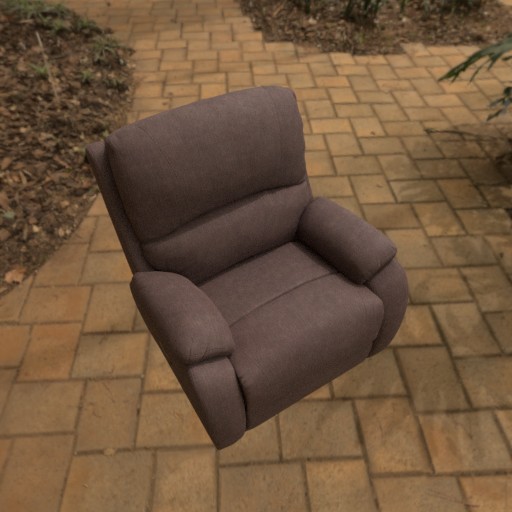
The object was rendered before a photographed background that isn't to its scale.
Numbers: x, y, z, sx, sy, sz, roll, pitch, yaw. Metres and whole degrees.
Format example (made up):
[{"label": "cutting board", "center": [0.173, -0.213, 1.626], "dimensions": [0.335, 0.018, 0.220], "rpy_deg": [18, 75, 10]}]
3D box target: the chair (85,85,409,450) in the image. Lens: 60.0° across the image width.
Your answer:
[{"label": "chair", "center": [0.000, 0.000, 1.728], "dimensions": [0.930, 1.011, 0.899], "rpy_deg": [-24, 51, -22]}]
